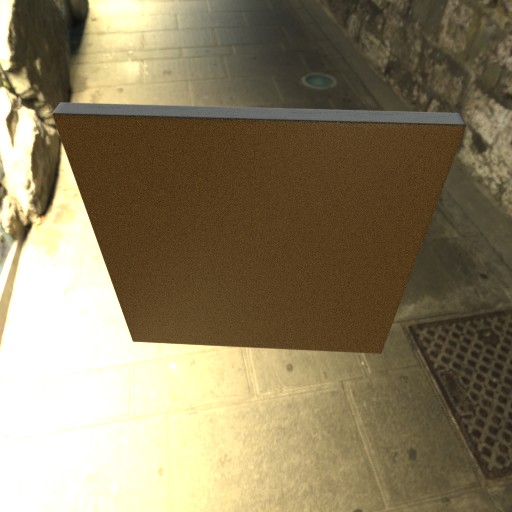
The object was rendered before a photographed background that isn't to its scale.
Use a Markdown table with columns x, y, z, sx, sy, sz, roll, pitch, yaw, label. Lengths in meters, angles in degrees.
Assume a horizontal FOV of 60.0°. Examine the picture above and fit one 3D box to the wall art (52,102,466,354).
| x | y | z | sx | sy | sz | roll | pitch | yaw | label |
| --- | --- | --- | --- | --- | --- | --- | --- | --- | --- |
| 0.000 | 0.000 | 1.857 | 1.287 | 1.288 | 0.078 | 2 | 46 | 2 | wall art |
